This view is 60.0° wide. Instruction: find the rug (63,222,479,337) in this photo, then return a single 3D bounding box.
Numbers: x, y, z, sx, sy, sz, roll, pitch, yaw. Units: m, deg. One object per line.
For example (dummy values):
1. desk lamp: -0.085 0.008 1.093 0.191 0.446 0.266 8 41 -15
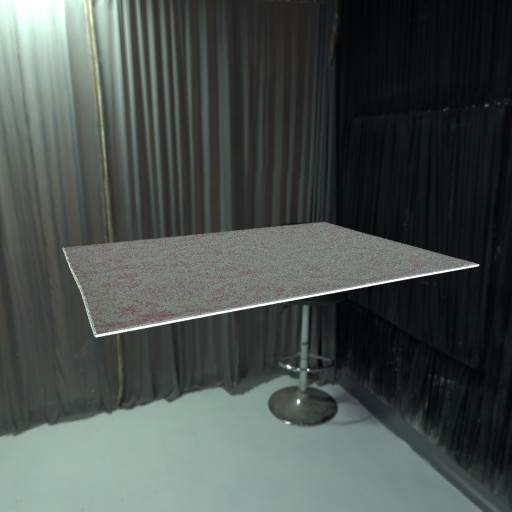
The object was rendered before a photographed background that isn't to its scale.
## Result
1. rug: 0.000 0.000 2.875 2.202 0.014 1.598 -7 16 -26
